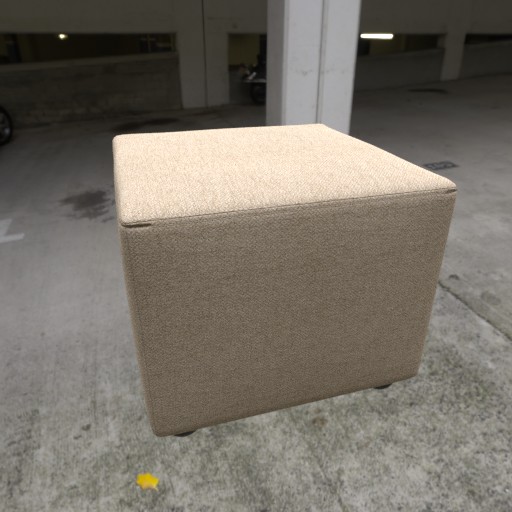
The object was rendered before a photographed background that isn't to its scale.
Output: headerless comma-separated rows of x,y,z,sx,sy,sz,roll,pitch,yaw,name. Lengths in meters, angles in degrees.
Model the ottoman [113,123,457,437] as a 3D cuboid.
0.000,0.000,0.892,0.508,0.432,0.508,-8,28,-15,ottoman
